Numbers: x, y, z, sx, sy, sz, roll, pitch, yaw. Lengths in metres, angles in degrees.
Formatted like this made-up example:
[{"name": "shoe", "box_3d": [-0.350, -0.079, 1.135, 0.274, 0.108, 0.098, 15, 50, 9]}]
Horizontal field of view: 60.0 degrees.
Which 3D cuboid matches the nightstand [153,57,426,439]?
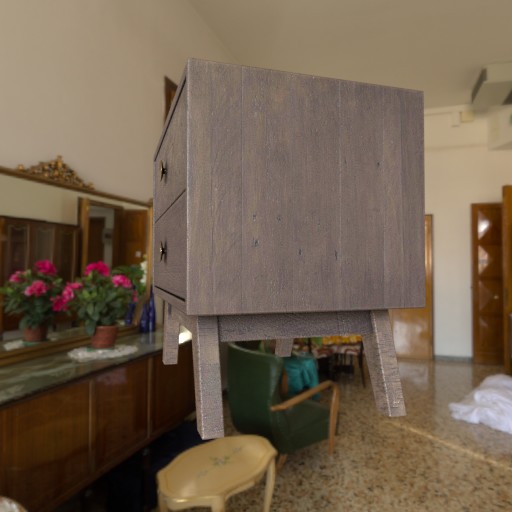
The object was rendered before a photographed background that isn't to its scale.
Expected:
[{"name": "nightstand", "box_3d": [0.000, 0.000, 1.055, 0.450, 0.599, 0.650, 0, -1, -18]}]
